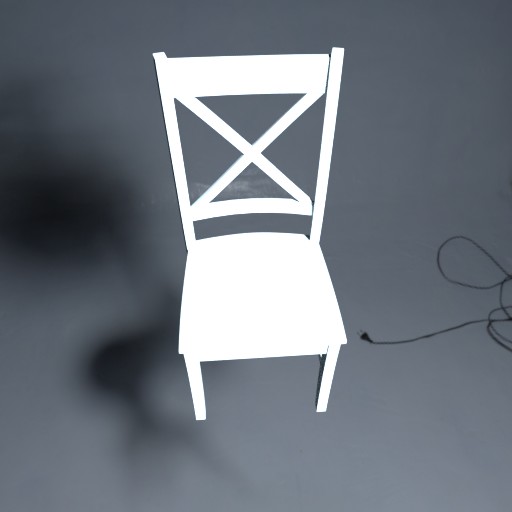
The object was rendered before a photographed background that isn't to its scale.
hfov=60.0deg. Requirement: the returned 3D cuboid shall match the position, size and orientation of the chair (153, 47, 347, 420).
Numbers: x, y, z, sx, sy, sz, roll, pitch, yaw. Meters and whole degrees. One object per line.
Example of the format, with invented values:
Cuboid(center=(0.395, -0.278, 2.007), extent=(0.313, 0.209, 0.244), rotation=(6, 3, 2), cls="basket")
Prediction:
Cuboid(center=(0.000, 0.000, 1.302), extent=(0.485, 0.983, 0.542), rotation=(-3, 46, -3), cls="chair")
